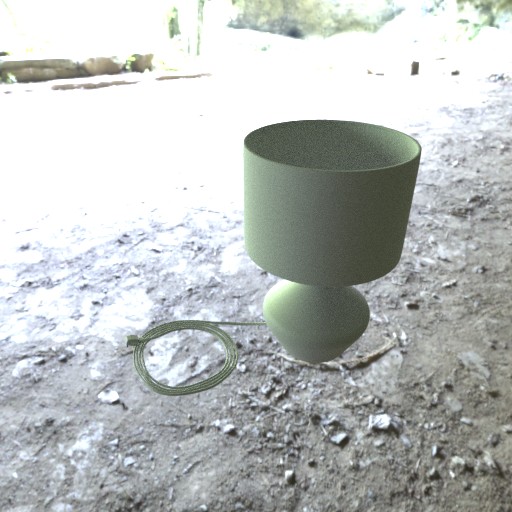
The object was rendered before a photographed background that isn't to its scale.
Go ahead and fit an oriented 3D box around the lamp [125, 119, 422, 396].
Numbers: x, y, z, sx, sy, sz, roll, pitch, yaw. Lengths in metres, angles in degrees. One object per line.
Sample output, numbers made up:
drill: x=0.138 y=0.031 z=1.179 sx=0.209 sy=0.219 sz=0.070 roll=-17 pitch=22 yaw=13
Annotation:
lamp: x=0.000 y=0.000 z=0.882 sx=0.546 sy=0.457 sz=0.401 roll=9 pitch=32 yaw=15
